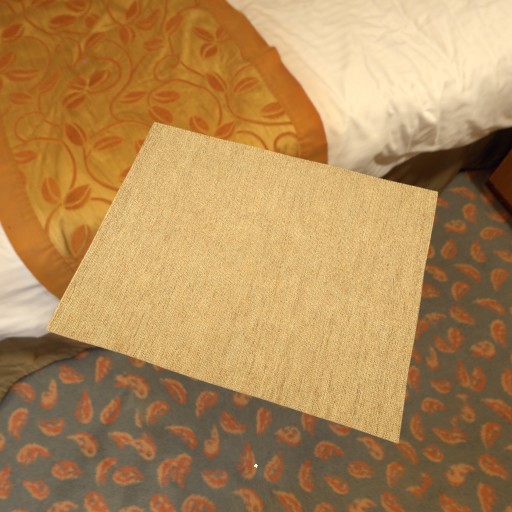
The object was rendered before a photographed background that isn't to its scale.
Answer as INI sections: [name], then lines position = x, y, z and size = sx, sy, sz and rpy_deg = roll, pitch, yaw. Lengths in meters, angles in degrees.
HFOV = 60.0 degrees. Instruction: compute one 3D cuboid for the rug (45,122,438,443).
[rug]
position = 0.000, 0.000, 4.091
size = 3.034, 0.012, 2.406
rpy_deg = 16, 66, 7
